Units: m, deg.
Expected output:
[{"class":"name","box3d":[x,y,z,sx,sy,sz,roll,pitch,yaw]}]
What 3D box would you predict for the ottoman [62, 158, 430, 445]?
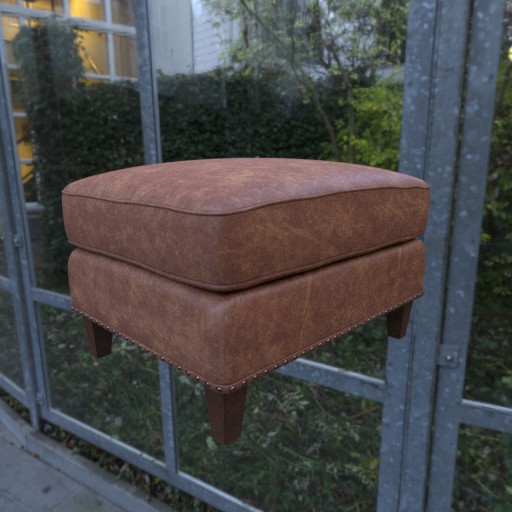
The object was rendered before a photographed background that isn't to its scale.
[{"class":"ottoman","box3d":[0.000,0.000,1.127,0.586,0.486,0.742,13,18,43]}]
